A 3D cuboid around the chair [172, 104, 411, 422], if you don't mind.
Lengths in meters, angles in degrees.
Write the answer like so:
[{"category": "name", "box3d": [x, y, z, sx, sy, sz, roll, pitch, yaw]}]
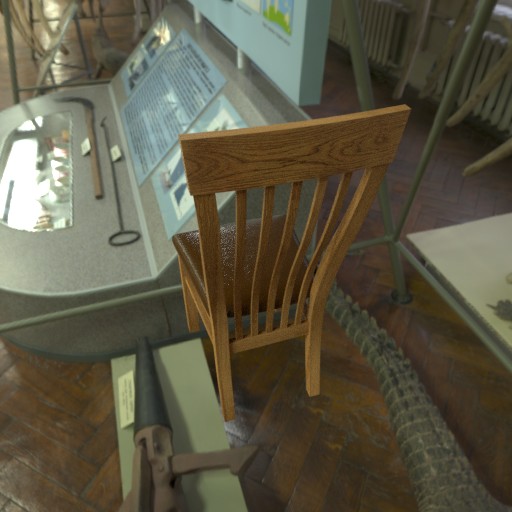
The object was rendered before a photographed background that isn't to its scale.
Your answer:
[{"category": "chair", "box3d": [0.000, 0.000, 1.335, 0.450, 1.050, 0.580, -12, 41, -14]}]
